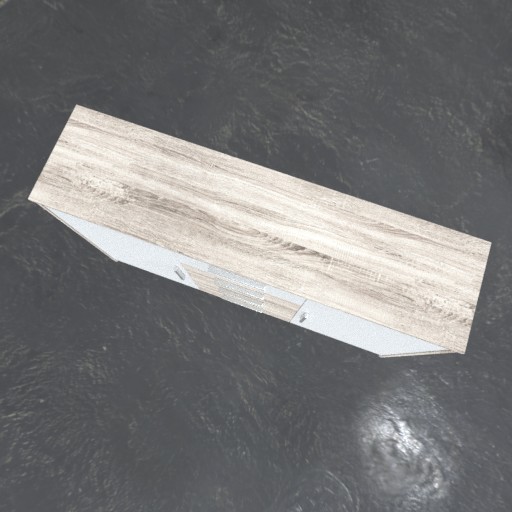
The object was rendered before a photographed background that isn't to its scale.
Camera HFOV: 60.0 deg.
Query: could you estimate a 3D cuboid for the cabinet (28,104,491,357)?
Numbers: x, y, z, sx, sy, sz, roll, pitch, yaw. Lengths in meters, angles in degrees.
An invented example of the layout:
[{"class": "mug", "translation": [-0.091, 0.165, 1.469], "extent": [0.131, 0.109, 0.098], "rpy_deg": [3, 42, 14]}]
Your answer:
[{"class": "cabinet", "translation": [0.000, 0.000, 1.858], "extent": [1.450, 0.900, 0.380], "rpy_deg": [19, 77, 5]}]
